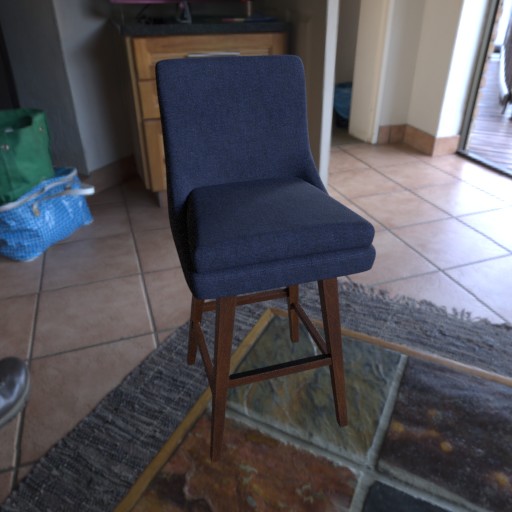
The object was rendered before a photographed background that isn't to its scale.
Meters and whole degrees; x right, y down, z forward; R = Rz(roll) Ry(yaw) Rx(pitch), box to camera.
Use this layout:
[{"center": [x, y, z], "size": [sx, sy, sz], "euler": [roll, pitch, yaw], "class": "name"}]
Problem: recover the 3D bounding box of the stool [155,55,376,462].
[{"center": [0.000, 0.000, 1.354], "size": [0.489, 1.068, 0.572], "euler": [-9, 31, -15], "class": "stool"}]
